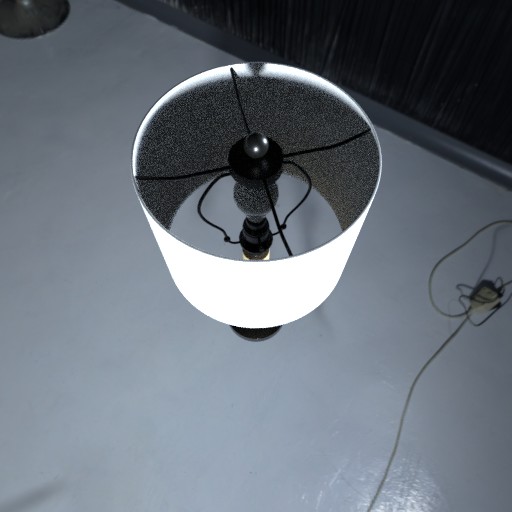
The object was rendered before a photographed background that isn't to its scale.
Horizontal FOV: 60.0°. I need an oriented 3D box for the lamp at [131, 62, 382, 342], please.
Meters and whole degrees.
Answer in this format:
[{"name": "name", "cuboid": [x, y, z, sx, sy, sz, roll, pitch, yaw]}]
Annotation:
[{"name": "lamp", "cuboid": [0.000, 0.000, 0.807, 0.305, 0.640, 0.305, 31, 68, 14]}]
